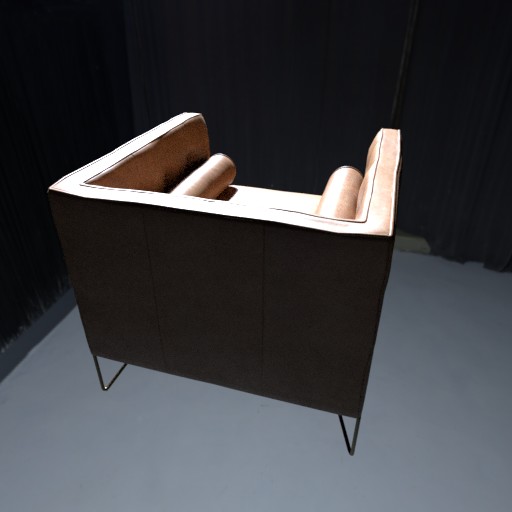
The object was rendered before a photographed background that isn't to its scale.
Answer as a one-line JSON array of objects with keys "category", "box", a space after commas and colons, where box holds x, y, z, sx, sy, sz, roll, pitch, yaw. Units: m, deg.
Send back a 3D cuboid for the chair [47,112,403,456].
[{"category": "chair", "box": [0.000, 0.000, 1.622, 0.920, 0.797, 0.912, 9, 33, 14]}]
